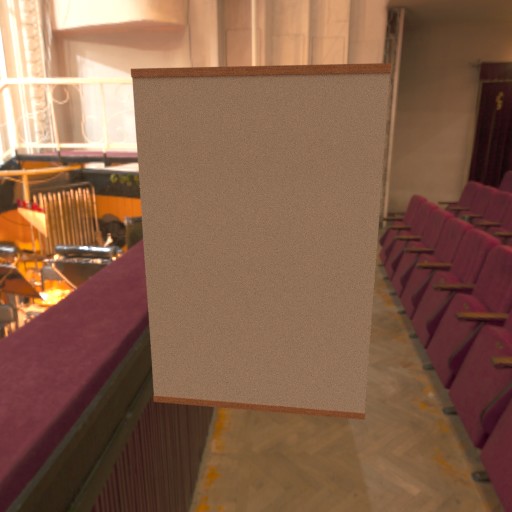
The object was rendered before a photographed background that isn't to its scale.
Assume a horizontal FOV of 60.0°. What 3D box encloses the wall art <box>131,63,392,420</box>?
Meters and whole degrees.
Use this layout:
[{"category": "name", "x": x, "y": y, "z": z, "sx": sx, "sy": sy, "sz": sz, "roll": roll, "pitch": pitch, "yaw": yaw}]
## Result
[{"category": "wall art", "x": 0.000, "y": 0.000, "z": 1.918, "sx": 1.019, "sy": 1.527, "sz": 0.019, "roll": 2, "pitch": 15, "yaw": 8}]
